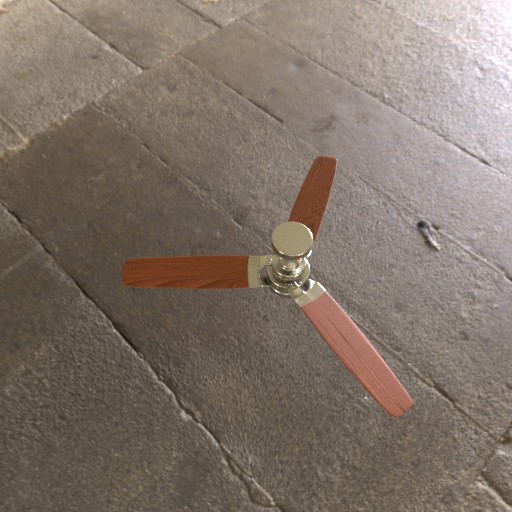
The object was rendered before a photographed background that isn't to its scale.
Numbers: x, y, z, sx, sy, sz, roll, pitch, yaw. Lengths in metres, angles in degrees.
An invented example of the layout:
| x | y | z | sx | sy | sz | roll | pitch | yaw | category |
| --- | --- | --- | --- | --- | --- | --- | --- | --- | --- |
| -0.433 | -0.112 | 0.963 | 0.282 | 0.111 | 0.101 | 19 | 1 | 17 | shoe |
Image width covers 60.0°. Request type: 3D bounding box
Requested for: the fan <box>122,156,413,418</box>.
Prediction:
| x | y | z | sx | sy | sz | roll | pitch | yaw | category |
| --- | --- | --- | --- | --- | --- | --- | --- | --- | --- |
| 0.000 | 0.000 | 2.060 | 1.271 | 0.410 | 1.416 | 0 | 59 | 0 | fan |
